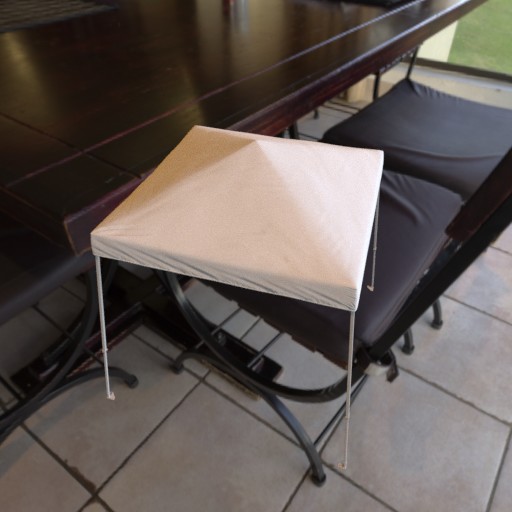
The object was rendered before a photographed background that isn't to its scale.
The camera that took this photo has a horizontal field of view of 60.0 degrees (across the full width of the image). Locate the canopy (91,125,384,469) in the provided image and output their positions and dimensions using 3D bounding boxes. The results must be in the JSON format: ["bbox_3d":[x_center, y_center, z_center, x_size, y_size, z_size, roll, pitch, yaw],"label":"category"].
[{"bbox_3d":[0.000,0.000,5.082,2.849,2.849,2.848,11,42,13],"label":"canopy"}]
